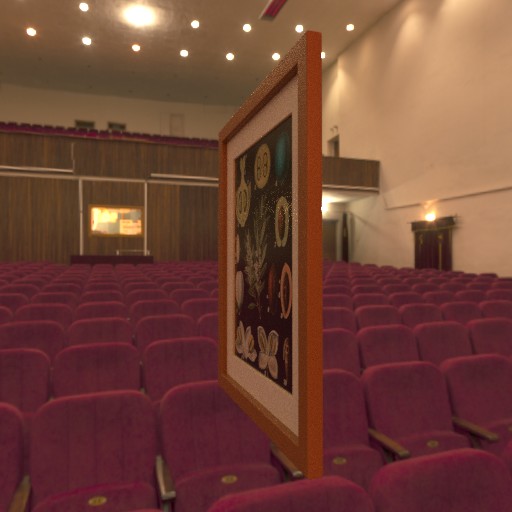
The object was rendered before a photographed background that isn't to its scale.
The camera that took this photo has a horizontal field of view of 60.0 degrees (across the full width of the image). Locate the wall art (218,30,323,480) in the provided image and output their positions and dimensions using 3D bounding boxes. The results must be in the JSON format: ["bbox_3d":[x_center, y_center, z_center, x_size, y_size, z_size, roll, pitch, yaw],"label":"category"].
[{"bbox_3d":[0.000,0.000,0.521,0.015,0.379,0.310,0,-1,-19],"label":"wall art"}]
